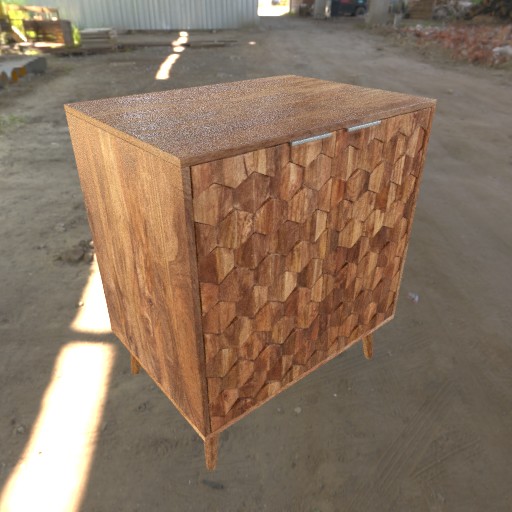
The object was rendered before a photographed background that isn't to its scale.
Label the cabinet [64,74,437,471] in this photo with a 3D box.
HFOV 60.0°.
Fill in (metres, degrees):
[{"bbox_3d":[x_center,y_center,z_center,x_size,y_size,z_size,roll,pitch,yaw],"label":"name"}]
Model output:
[{"bbox_3d":[0.000,0.000,1.133,0.647,0.758,0.473,-23,37,-33],"label":"cabinet"}]
